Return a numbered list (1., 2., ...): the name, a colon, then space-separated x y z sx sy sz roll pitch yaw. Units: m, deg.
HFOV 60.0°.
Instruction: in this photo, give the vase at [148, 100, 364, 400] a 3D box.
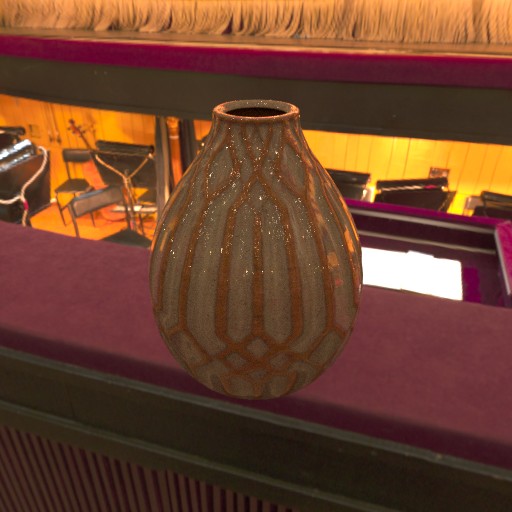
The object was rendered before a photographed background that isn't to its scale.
1. vase: 0.000 0.000 0.270 0.131 0.175 0.131 0 31 0
